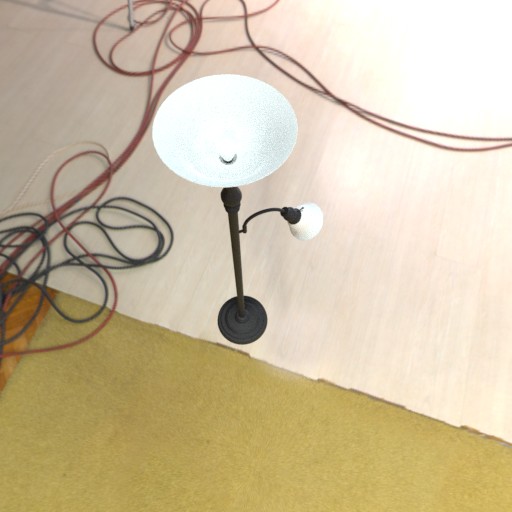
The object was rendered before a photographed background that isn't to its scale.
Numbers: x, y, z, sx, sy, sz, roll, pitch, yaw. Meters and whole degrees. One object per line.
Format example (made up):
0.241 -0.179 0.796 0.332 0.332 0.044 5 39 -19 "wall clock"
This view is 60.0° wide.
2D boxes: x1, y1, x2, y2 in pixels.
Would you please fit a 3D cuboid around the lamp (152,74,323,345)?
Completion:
0.000 0.000 2.058 0.588 1.793 0.405 -17 66 -8 "lamp"
